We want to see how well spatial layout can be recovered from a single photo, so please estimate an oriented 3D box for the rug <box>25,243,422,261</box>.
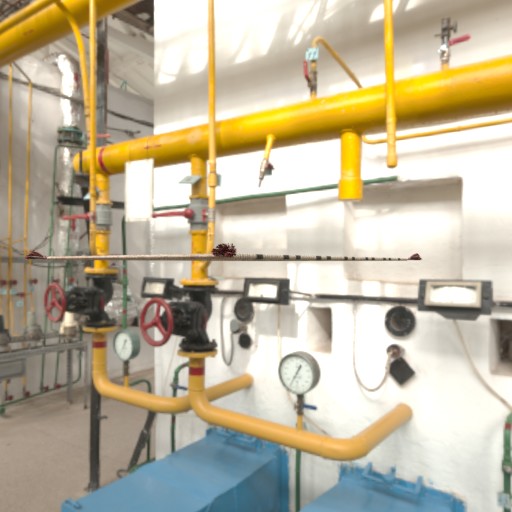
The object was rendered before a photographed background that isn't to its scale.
[{"bbox_3d":[0.000,0.000,3.349,1.741,0.066,2.672,-1,-1,36],"label":"rug"}]
